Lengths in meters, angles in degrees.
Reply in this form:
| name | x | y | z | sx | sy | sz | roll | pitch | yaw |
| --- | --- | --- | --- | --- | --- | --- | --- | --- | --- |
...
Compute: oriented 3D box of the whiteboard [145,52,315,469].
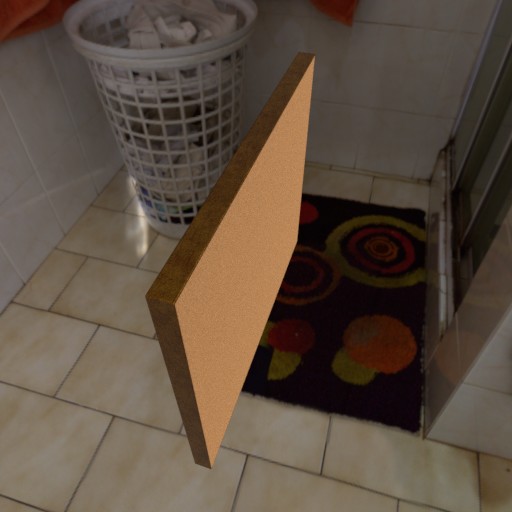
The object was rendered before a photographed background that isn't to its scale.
| name | x | y | z | sx | sy | sz | roll | pitch | yaw |
| --- | --- | --- | --- | --- | --- | --- | --- | --- | --- |
| whiteboard | 0.000 | 0.000 | 0.752 | 0.029 | 0.457 | 0.561 | 14 | 49 | 12 |
